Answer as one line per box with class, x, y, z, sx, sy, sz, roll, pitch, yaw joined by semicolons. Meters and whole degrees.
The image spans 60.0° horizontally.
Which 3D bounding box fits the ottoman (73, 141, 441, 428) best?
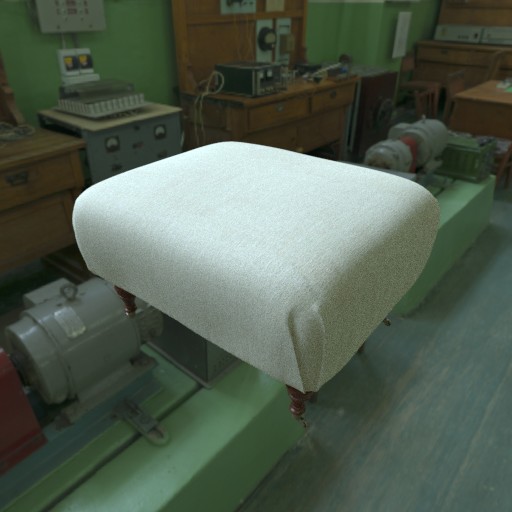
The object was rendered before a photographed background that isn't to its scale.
ottoman;0.000;0.000;1.148;0.747;0.450;0.622;22;37;32
